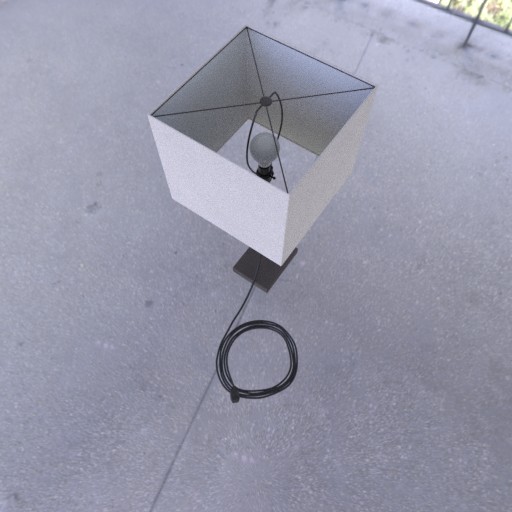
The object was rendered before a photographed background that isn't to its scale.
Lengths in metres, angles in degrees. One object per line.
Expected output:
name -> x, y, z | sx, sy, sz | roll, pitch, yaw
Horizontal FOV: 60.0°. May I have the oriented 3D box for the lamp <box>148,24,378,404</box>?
lamp -> 0.000, 0.000, 0.979 | 0.399, 0.660, 0.504 | 32, 68, 15
